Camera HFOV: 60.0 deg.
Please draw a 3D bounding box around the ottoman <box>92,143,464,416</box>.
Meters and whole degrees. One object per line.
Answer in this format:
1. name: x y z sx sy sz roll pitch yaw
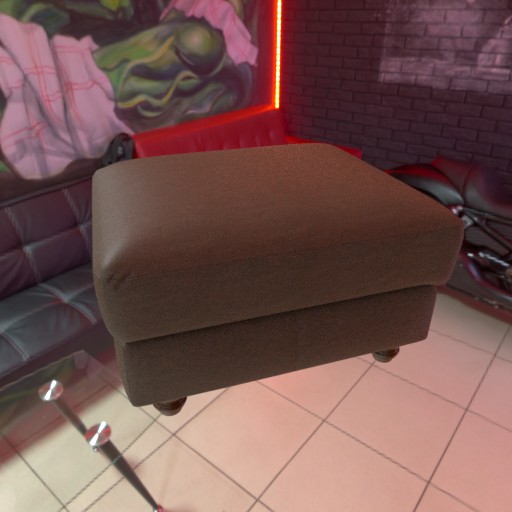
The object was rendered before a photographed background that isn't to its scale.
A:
1. ottoman: 0.000 0.000 1.186 0.787 0.508 0.635 -9 30 -16
